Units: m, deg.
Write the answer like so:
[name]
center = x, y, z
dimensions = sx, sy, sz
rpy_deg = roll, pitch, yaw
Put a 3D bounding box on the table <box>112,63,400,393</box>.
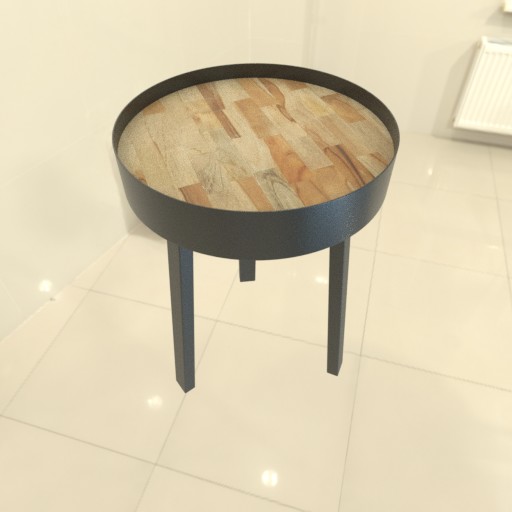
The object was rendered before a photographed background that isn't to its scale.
[table]
center = 0.000, 0.000, 0.841
dimensions = 0.406, 0.559, 0.406
rpy_deg = 0, 46, 0
